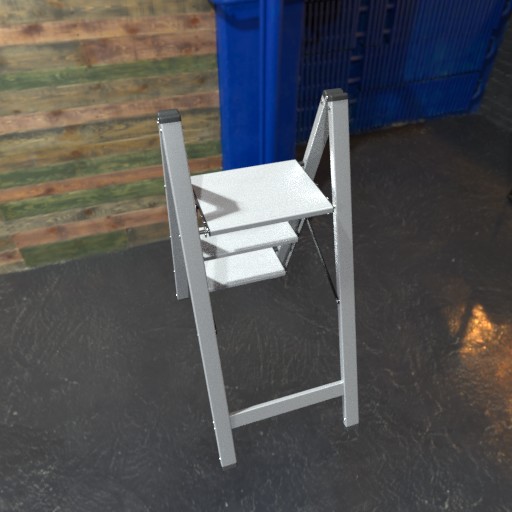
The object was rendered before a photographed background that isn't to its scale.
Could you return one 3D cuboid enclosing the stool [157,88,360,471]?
[{"bbox_3d":[0.000,0.000,1.279,0.441,0.902,0.730,-12,42,-14],"label":"stool"}]
